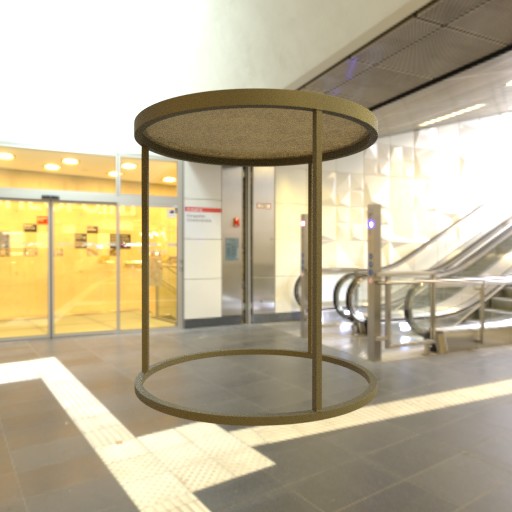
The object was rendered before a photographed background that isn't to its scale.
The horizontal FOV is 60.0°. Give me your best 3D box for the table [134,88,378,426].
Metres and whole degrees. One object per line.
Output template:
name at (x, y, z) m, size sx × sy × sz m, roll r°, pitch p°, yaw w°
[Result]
table at (0.000, 0.000, 0.887) m, size 0.470 × 0.498 × 0.470 m, roll 0°, pitch 0°, yaw 0°
